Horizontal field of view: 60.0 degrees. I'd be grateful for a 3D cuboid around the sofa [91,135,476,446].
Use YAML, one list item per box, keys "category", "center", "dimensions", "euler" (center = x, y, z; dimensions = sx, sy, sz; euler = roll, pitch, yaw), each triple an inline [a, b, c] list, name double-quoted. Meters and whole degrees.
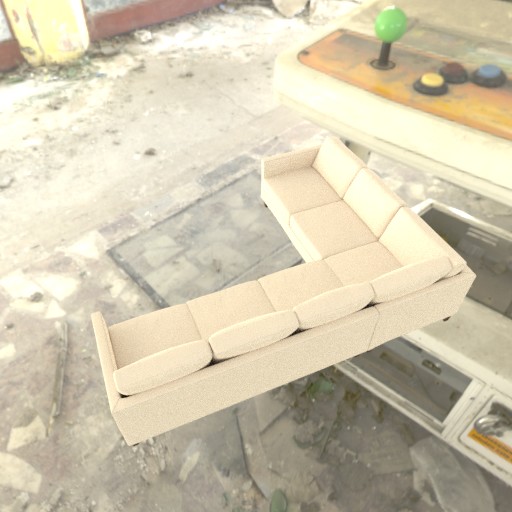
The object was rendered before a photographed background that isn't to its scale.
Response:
- category: "sofa"
  center: [0.000, 0.000, 4.371]
  dimensions: [3.182, 0.863, 2.432]
  euler: [-17, 48, -16]
